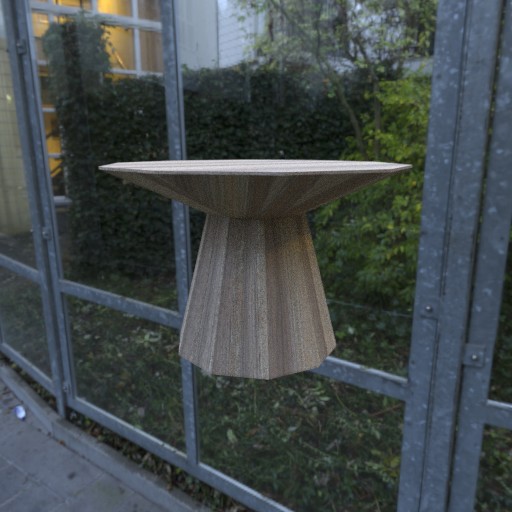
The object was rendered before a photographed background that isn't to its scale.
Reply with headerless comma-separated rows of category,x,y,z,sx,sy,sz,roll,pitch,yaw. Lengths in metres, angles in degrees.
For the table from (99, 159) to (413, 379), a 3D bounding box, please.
table,0.000,0.000,1.847,1.186,0.752,1.186,0,14,0
